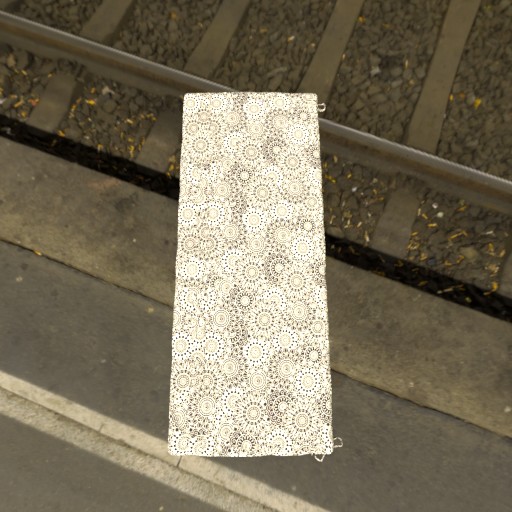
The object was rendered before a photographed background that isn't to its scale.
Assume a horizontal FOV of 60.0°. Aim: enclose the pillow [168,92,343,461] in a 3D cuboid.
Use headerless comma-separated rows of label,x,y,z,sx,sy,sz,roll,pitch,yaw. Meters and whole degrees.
pillow,0.000,0.000,1.385,0.492,0.081,1.187,0,75,0
